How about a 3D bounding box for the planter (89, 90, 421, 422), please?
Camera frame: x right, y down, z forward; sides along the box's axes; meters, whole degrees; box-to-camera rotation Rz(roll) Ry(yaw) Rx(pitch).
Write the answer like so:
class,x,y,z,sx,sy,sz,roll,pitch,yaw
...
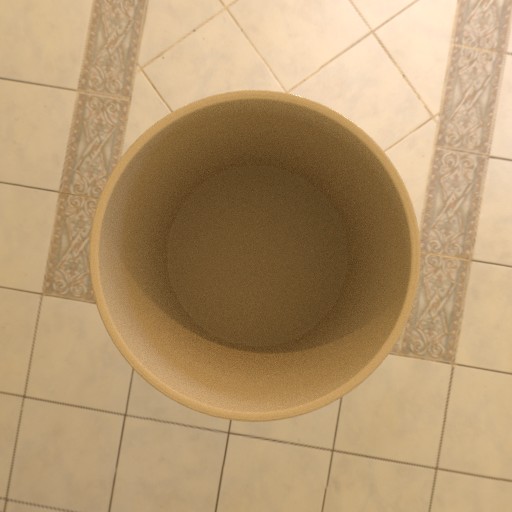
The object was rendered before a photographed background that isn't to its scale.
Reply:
class,x,y,z,sx,sy,sz,roll,pitch,yaw
planter,0.000,0.000,0.395,0.221,0.201,0.221,0,90,1
